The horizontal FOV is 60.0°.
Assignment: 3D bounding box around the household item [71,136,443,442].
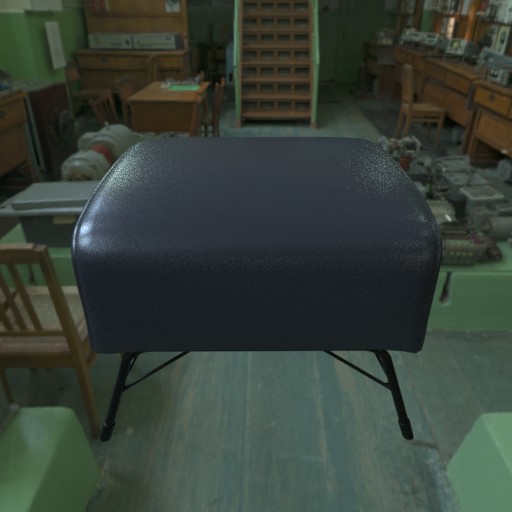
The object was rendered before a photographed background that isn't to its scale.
[{"bbox_3d":[0.000,0.000,0.869,0.530,0.410,0.530,0,30,0],"label":"household item"}]
